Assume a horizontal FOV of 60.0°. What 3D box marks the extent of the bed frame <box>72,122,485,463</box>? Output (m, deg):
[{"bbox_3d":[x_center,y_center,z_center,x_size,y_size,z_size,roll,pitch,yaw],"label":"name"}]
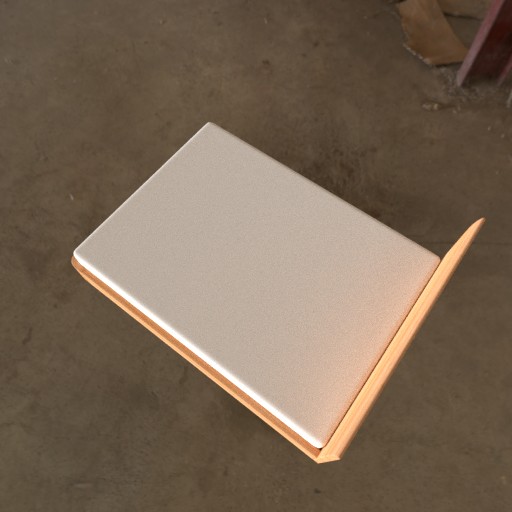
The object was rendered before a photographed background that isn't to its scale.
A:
[{"bbox_3d":[0.000,0.000,2.809,1.992,0.940,1.472,34,68,15],"label":"bed frame"}]
